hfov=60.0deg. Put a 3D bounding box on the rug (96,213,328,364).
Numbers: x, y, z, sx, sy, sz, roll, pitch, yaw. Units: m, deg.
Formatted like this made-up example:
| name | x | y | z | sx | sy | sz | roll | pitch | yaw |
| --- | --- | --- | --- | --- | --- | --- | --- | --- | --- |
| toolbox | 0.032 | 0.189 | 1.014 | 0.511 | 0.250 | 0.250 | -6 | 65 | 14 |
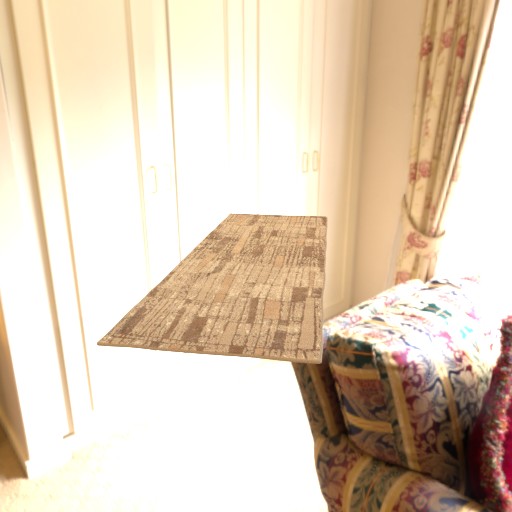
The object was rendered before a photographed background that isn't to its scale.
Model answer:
| name | x | y | z | sx | sy | sz | roll | pitch | yaw |
| --- | --- | --- | --- | --- | --- | --- | --- | --- | --- |
| rug | 0.000 | 0.000 | 2.731 | 0.857 | 0.018 | 2.383 | 3 | 18 | 9 |
